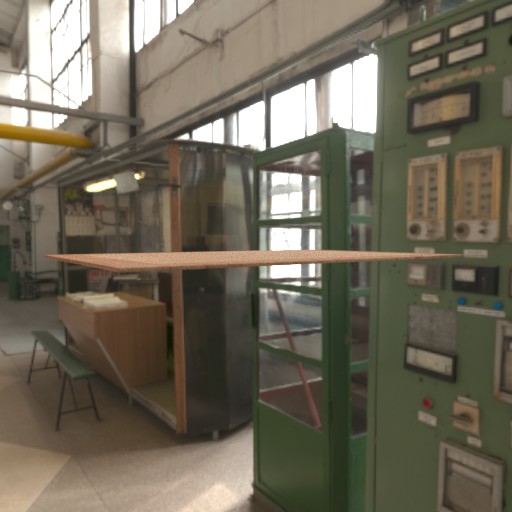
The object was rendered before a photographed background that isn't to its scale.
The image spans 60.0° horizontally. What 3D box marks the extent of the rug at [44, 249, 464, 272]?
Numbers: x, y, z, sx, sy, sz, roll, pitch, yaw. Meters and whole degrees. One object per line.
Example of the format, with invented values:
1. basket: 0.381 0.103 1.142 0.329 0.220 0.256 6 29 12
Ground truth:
1. rug: 0.000 0.000 2.312 1.829 0.014 1.219 -2 3 -35
